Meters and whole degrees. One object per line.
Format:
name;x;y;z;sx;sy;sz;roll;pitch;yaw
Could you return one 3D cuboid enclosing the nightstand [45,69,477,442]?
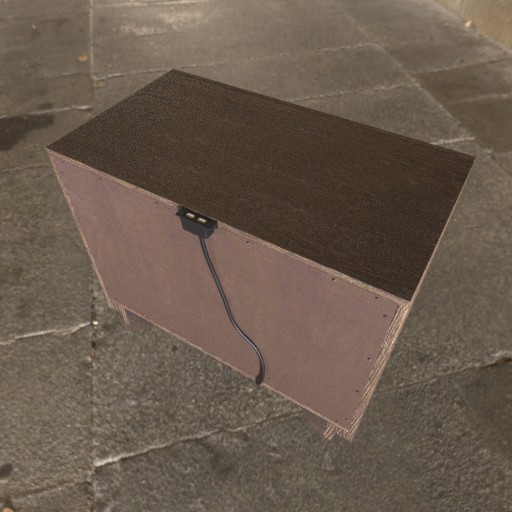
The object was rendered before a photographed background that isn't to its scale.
nightstand;0.000;0.000;1.127;0.775;0.612;0.457;24;52;20
